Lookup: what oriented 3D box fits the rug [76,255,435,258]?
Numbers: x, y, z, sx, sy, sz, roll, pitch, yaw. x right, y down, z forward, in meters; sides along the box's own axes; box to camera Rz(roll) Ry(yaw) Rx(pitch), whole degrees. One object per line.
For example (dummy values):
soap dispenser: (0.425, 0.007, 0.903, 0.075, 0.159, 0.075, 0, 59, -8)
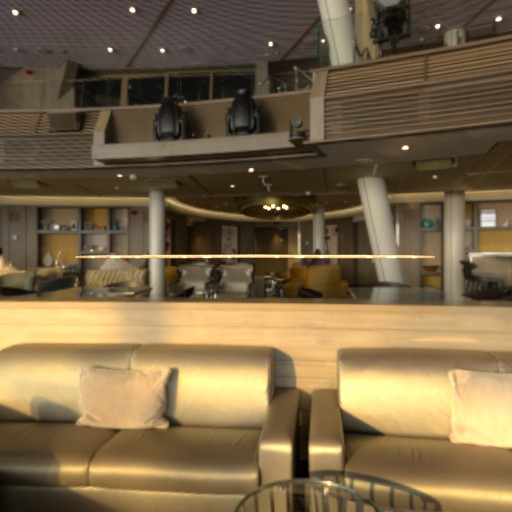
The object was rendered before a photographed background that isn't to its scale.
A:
rug: (0.000, 0.000, 2.274, 1.152, 0.013, 1.761, 0, 0, 0)
